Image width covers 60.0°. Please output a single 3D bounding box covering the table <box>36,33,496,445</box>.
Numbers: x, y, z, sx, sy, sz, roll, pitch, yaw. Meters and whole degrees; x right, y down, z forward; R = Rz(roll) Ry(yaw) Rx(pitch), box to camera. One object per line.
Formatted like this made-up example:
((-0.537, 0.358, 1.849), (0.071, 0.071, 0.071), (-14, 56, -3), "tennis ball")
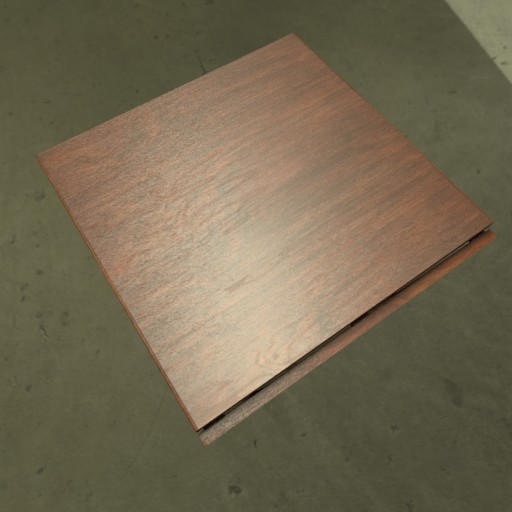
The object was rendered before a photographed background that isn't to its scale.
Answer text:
((0.000, 0.000, 1.416), (0.812, 0.763, 0.843), (-32, 68, -14), "table")
